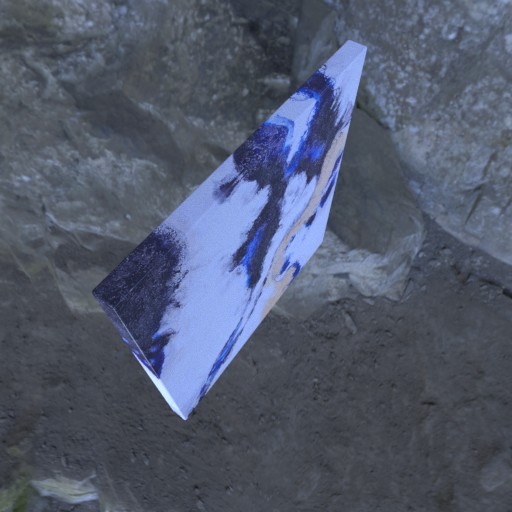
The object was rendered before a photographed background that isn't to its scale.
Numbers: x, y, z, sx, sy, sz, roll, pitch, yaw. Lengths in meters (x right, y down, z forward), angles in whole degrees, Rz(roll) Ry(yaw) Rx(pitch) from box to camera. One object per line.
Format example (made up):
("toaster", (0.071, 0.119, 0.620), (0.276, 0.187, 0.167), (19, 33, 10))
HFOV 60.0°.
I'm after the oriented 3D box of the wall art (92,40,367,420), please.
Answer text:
("wall art", (0.000, 0.000, 0.897), (0.039, 0.609, 0.609), (31, 63, 18))
